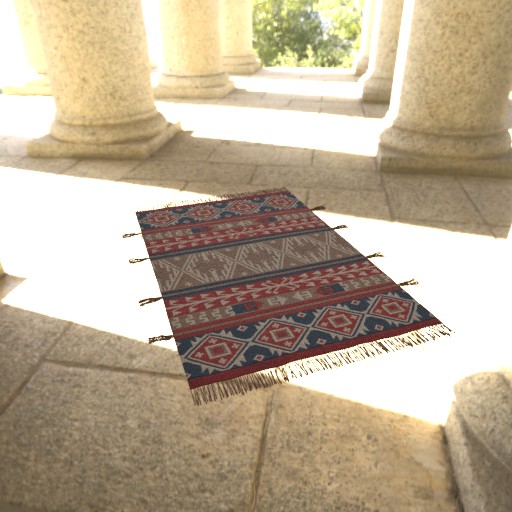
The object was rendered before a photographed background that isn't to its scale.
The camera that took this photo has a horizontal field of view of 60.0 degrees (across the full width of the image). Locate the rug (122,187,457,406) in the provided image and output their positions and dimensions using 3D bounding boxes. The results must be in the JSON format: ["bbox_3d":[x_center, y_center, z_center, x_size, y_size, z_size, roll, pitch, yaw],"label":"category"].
[{"bbox_3d":[0.000,0.000,3.224,1.778,0.048,2.450,-10,31,-17],"label":"rug"}]
